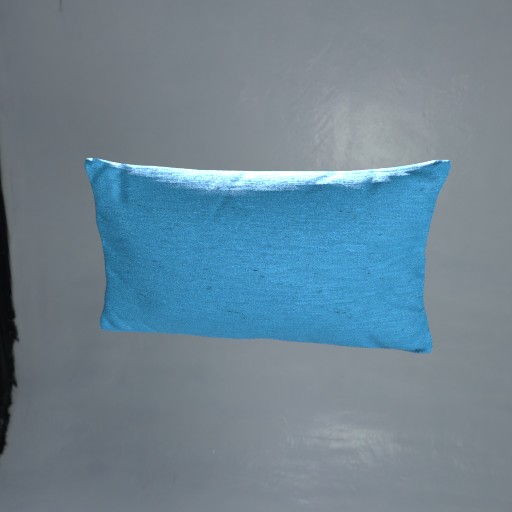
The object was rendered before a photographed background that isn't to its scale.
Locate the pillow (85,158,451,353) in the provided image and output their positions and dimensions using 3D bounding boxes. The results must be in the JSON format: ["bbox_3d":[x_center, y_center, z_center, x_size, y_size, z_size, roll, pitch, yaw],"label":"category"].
[{"bbox_3d":[0.000,0.000,0.790,0.633,0.338,0.210,2,15,9],"label":"pillow"}]
